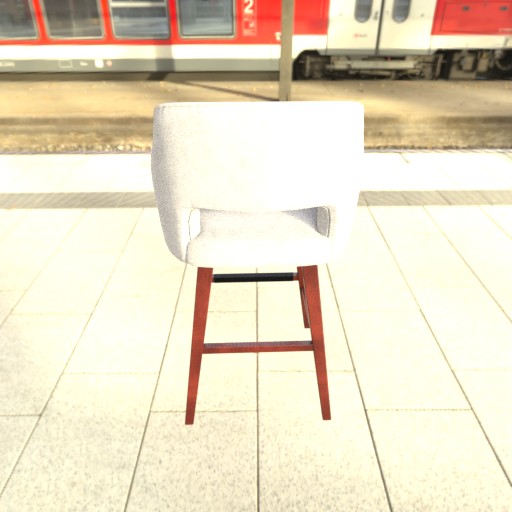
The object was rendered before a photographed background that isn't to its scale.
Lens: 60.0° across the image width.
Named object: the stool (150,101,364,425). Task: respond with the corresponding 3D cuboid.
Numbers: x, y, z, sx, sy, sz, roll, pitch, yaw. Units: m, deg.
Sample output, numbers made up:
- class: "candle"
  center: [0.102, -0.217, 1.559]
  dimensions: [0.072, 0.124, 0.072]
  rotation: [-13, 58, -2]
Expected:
- class: "stool"
  center: [0.000, 0.000, 1.343]
  dimensions: [0.548, 1.012, 0.558]
  rotation: [-1, 32, -2]
